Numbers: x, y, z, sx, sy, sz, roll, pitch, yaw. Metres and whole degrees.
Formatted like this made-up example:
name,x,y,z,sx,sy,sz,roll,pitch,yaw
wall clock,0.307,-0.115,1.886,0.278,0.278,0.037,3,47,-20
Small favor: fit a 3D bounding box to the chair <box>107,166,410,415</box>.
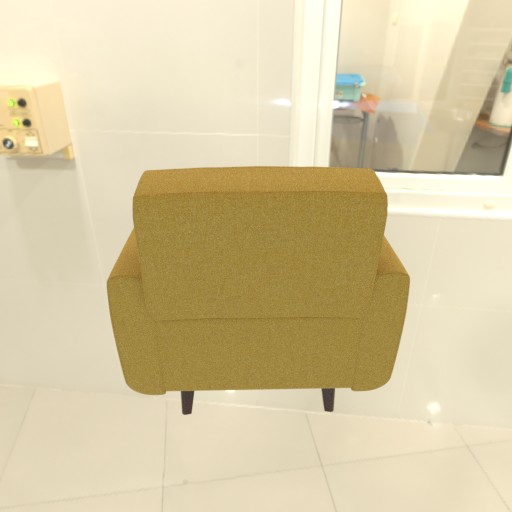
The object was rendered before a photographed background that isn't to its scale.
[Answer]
name,x,y,z,sx,sy,sz,roll,pitch,yaw
chair,0.000,0.000,1.570,0.831,0.841,0.909,-1,29,-1
